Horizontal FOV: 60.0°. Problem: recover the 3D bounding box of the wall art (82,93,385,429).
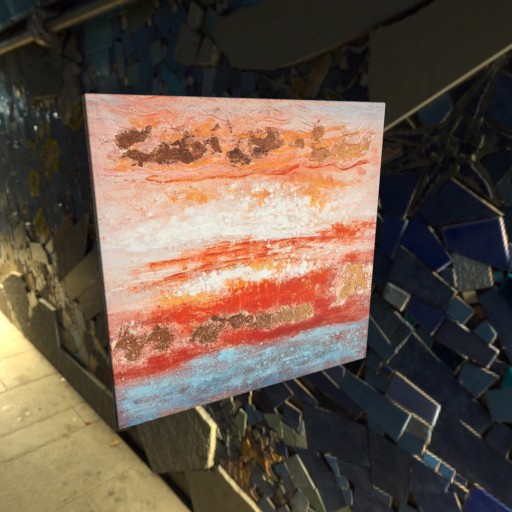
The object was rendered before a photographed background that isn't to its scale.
[{"bbox_3d":[0.000,0.000,1.117,0.747,0.747,0.035,-8,18,-26],"label":"wall art"}]
